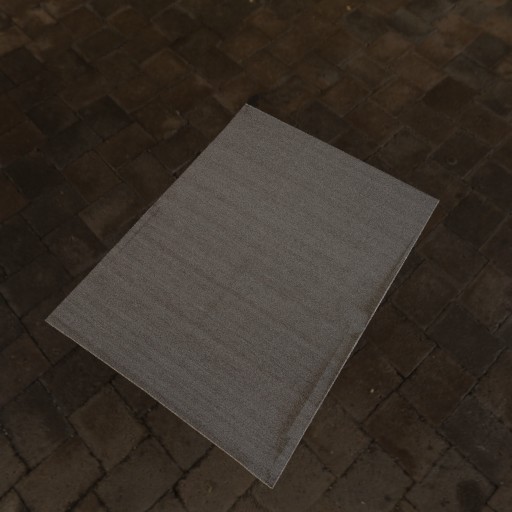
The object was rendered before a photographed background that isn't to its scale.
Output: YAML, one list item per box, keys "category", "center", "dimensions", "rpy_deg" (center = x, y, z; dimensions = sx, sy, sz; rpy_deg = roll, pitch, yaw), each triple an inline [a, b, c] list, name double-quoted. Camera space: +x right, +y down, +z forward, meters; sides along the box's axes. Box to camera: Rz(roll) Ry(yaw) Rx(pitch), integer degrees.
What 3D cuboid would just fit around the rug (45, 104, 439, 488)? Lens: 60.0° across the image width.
- category: "rug"
  center: [0.000, 0.000, 5.049]
  dimensions: [2.873, 0.053, 3.778]
  rpy_deg: [31, 67, 15]
